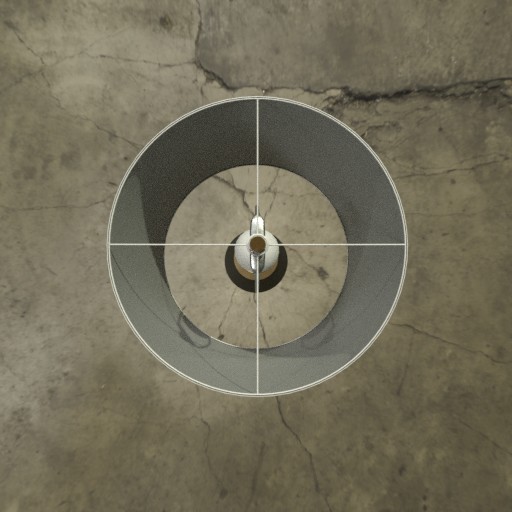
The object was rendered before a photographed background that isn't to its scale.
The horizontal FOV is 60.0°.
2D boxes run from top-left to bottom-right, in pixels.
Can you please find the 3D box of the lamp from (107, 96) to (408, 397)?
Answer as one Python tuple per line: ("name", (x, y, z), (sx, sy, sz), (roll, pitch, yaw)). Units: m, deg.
("lamp", (0.000, 0.000, 0.737), (0.308, 0.580, 0.308), (0, 88, 0))
